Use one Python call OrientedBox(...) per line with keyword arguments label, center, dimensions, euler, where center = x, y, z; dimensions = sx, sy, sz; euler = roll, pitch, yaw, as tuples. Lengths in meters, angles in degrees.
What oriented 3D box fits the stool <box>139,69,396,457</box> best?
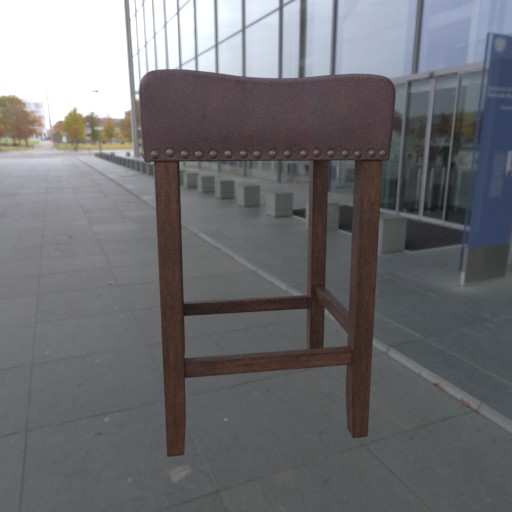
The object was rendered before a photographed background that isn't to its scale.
OrientedBox(label="stool", center=(0.000, 0.000, 1.052), dimensions=(0.465, 0.769, 0.401), euler=(-2, 15, -9))
